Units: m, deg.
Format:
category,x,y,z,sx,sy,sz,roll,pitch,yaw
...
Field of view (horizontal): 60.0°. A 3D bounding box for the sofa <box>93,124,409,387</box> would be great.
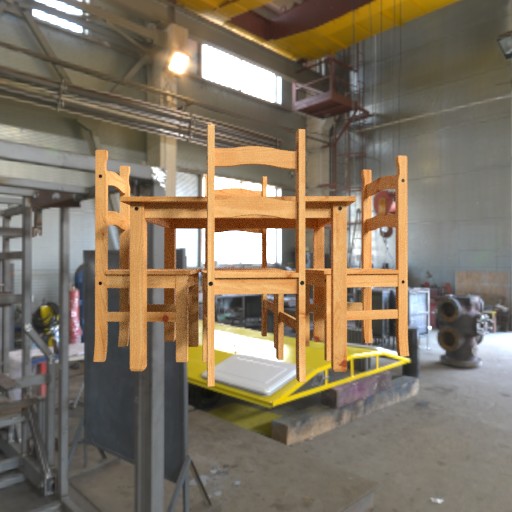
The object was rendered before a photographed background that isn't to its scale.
category,x,y,z,sx,sy,sz,roll,pitch,yaw
sofa,0.000,0.000,2.253,1.529,1.000,1.144,0,0,1
